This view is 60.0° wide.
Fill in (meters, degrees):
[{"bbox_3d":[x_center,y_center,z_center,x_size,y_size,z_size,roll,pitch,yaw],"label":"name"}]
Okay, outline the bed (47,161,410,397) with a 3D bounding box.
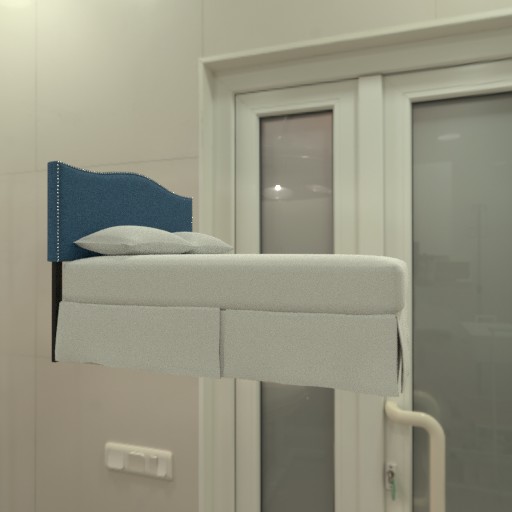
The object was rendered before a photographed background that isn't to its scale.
[{"bbox_3d":[0.000,0.000,2.851,1.872,1.169,1.610,0,0,20],"label":"bed"}]
